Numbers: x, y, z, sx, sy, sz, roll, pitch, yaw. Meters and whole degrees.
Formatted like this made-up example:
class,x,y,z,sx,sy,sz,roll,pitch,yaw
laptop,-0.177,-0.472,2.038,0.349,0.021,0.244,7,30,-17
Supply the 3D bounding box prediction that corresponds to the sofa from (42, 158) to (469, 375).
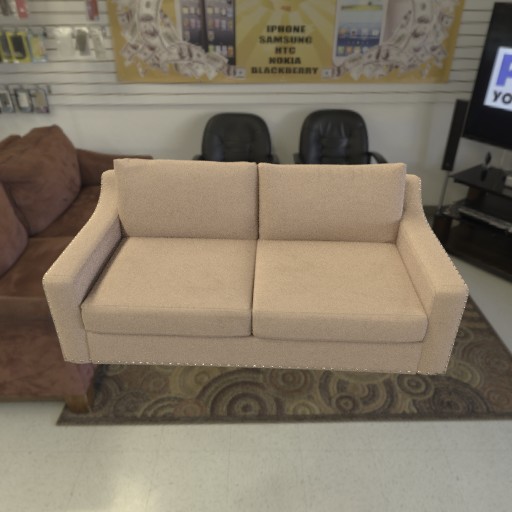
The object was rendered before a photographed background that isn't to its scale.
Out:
class,x,y,z,sx,sy,sz,roll,pitch,yaw
sofa,0.000,0.000,2.488,1.967,0.901,1.030,1,31,2
